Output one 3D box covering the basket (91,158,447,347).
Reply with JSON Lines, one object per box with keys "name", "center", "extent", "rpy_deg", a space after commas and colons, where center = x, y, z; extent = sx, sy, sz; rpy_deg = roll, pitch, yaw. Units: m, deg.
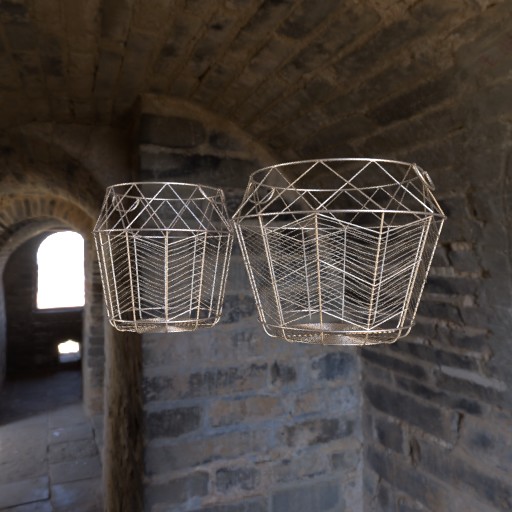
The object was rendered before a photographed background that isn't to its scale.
{"name": "basket", "center": [0.000, 0.000, 1.014], "extent": [0.805, 0.343, 0.451], "rpy_deg": [0, 0, 18]}
